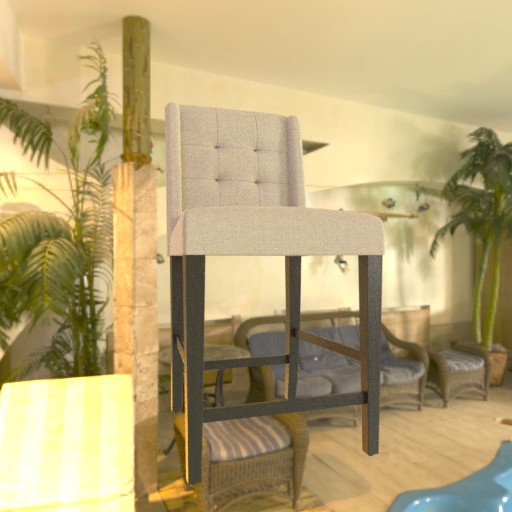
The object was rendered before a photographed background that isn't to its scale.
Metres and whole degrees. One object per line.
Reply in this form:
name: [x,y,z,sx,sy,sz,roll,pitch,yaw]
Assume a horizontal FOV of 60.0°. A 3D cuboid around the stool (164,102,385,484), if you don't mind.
stool: [0.000,0.000,1.199,0.474,0.939,0.509,0,0,-18]
